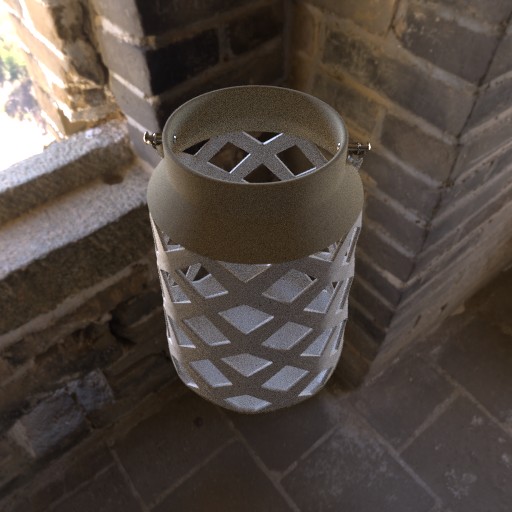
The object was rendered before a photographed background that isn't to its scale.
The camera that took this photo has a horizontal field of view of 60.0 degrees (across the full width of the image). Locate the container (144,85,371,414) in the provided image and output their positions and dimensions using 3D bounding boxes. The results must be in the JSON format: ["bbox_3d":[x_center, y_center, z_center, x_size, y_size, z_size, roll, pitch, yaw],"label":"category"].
[{"bbox_3d":[0.000,0.000,0.399,0.188,0.264,0.198,4,47,3],"label":"container"}]
